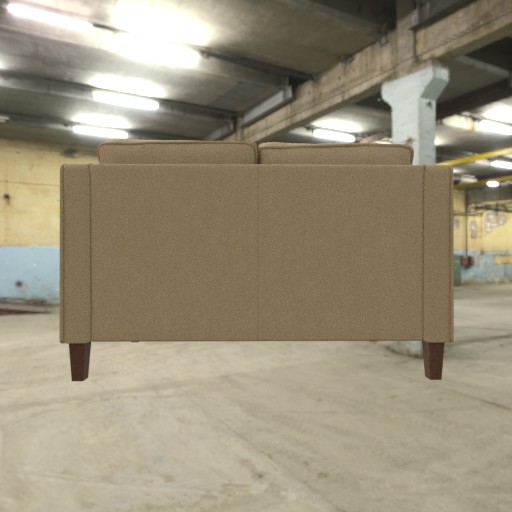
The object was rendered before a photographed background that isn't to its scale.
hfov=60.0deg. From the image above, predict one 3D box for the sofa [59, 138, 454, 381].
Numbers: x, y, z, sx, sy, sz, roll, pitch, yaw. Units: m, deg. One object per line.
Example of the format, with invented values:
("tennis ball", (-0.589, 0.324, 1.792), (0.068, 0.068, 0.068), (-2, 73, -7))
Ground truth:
("sofa", (0.000, 0.000, 2.163), (1.501, 0.971, 0.987), (0, -1, -1))
